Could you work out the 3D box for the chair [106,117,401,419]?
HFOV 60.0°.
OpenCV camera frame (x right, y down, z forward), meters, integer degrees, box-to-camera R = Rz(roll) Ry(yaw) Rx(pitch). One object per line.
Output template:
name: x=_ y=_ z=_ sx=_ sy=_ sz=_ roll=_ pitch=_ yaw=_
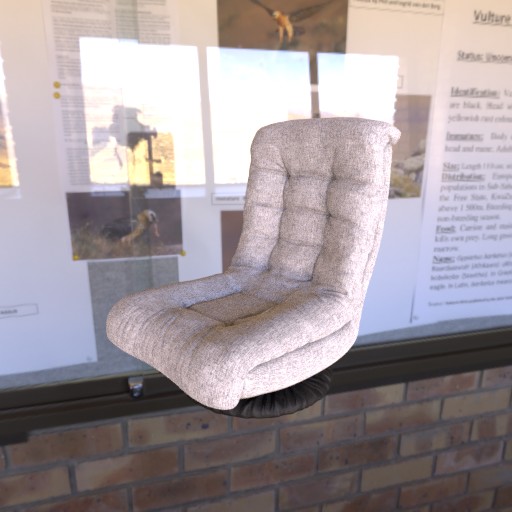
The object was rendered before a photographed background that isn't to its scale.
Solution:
chair: x=0.000 y=0.000 z=0.988 sx=0.400 sy=0.600 sz=0.583 roll=14 pitch=21 yaw=41
